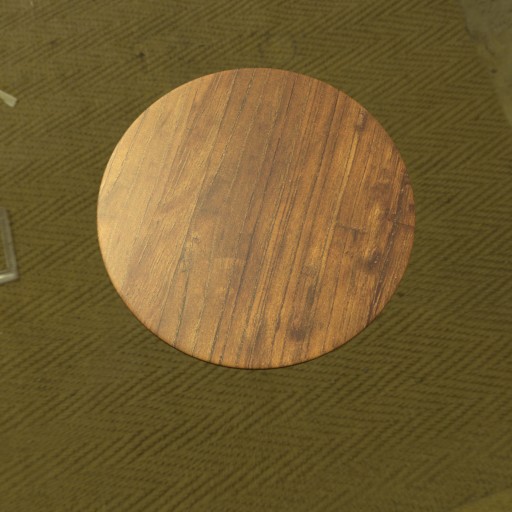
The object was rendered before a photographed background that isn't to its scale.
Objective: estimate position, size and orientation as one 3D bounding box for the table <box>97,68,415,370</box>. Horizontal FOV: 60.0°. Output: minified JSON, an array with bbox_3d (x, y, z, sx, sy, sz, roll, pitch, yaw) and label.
[{"bbox_3d":[0.000,0.000,0.805,0.400,0.520,0.400,0,76,0],"label":"table"}]
